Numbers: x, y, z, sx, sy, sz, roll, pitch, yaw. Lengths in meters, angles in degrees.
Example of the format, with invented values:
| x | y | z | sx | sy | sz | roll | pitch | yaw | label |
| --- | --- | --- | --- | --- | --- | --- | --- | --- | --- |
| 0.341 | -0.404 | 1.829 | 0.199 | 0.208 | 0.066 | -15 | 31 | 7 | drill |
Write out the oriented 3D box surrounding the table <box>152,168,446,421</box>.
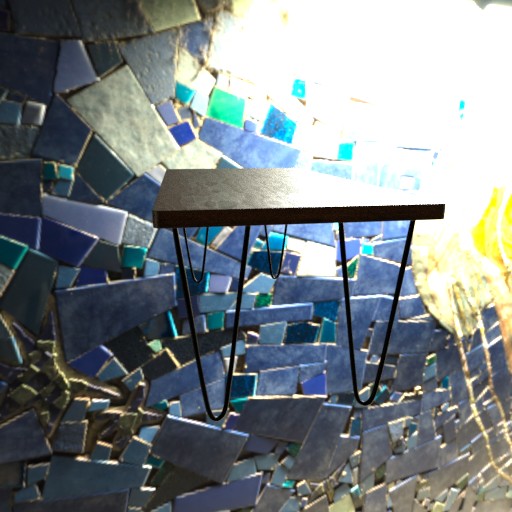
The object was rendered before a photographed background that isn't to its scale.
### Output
| x | y | z | sx | sy | sz | roll | pitch | yaw | label |
| --- | --- | --- | --- | --- | --- | --- | --- | --- | --- |
| 0.000 | 0.000 | 2.219 | 0.883 | 0.753 | 1.791 | -3 | 15 | -9 | table |
